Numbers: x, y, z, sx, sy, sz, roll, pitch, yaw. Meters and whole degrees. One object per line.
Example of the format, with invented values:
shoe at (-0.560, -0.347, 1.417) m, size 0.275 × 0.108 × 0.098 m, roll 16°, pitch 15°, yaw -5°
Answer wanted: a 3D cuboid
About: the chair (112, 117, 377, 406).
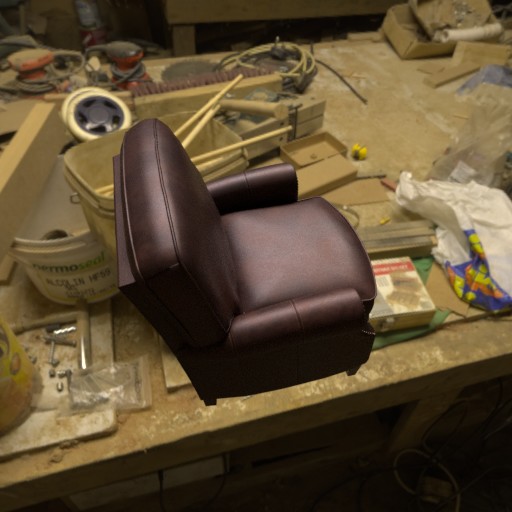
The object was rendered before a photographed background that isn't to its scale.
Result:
chair at (0.000, 0.000, 1.825) m, size 0.986 × 1.018 × 0.936 m, roll -10°, pitch 48°, yaw -9°
